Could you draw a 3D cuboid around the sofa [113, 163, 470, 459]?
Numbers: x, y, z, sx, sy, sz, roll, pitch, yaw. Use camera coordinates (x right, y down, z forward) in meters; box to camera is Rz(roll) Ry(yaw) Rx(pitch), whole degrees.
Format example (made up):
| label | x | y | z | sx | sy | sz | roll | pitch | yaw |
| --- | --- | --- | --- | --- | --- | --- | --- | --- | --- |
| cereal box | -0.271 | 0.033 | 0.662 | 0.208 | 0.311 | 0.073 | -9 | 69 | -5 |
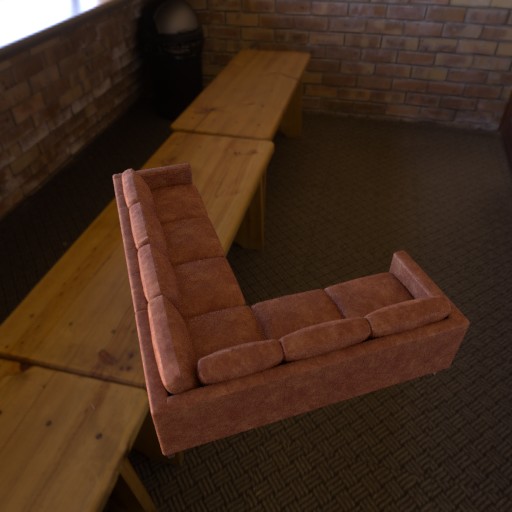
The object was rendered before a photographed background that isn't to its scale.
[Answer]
| label | x | y | z | sx | sy | sz | roll | pitch | yaw |
| --- | --- | --- | --- | --- | --- | --- | --- | --- | --- |
| sofa | 0.000 | 0.000 | 4.414 | 2.438 | 0.838 | 3.150 | -12 | 42 | -14 |
